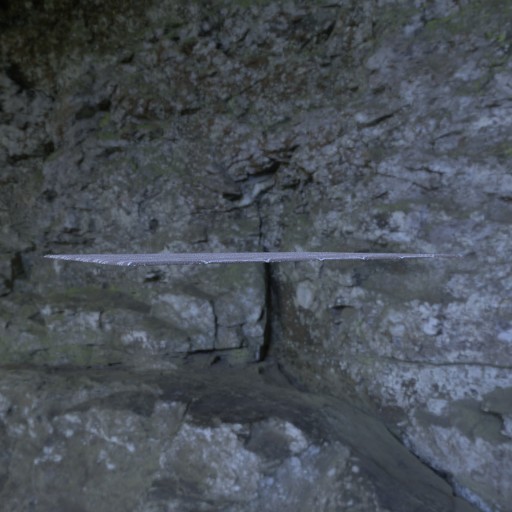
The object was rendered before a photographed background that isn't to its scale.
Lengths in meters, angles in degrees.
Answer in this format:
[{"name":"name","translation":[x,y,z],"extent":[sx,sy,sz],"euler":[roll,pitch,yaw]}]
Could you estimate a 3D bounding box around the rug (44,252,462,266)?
[{"name":"rug","translation":[0.000,0.000,2.343],"extent":[1.836,0.012,1.239],"euler":[-1,2,-36]}]
